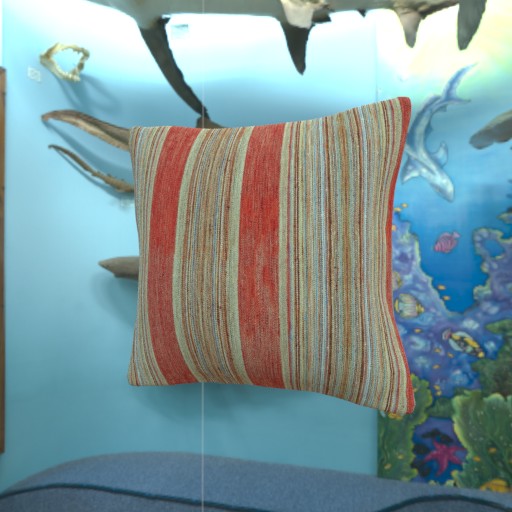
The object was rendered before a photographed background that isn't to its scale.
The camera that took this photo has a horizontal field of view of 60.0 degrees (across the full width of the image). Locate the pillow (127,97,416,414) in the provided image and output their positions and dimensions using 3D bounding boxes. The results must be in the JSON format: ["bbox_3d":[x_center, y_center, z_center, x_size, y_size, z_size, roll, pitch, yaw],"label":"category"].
[{"bbox_3d":[0.000,0.000,0.647,0.437,0.419,0.136,0,-1,18],"label":"pillow"}]
